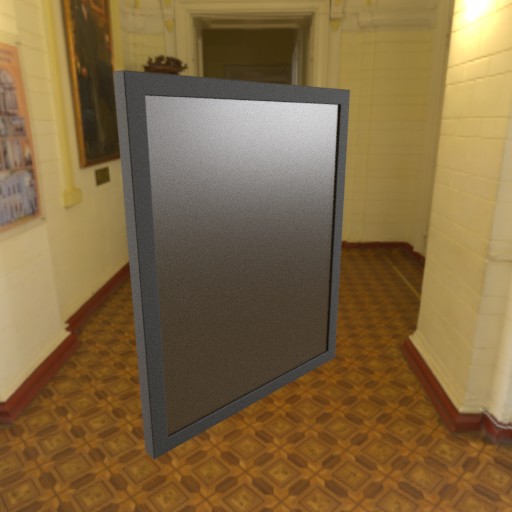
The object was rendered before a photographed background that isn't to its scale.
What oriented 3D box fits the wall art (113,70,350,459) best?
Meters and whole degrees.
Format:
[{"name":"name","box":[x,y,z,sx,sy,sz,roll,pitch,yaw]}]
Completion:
[{"name":"wall art","box":[0.000,0.000,0.763,0.457,0.558,0.028,-15,22,-41]}]
